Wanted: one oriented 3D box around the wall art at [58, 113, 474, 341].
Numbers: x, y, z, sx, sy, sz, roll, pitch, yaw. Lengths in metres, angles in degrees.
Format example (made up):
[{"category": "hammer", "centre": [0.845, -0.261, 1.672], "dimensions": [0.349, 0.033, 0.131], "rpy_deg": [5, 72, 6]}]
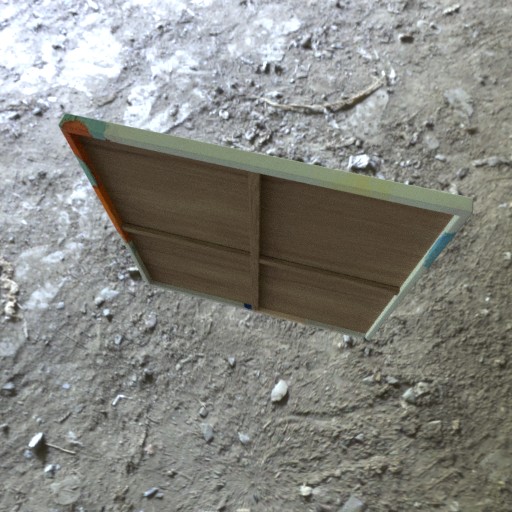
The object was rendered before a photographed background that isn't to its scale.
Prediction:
[{"category": "wall art", "centre": [0.000, 0.000, 1.512], "dimensions": [1.017, 1.017, 0.044], "rpy_deg": [13, 64, 7]}]
